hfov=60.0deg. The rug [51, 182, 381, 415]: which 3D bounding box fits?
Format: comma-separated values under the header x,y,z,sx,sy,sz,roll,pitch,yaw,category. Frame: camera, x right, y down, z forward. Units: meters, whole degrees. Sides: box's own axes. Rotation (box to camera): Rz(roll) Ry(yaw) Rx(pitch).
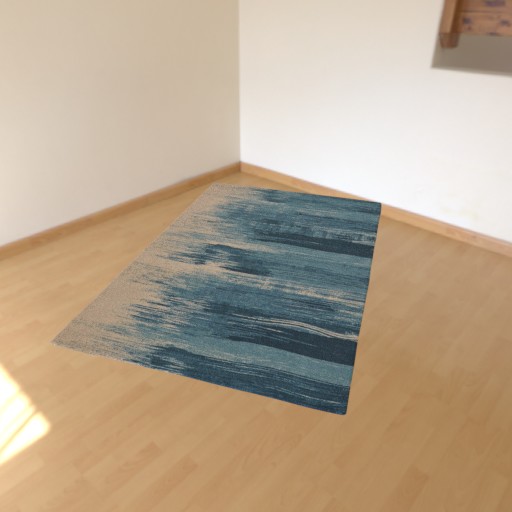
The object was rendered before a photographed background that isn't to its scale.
x,y,z,sx,sy,sz,roll,pitch,yaw,category
0.000,0.000,2.424,1.232,0.009,1.836,9,33,15,rug
